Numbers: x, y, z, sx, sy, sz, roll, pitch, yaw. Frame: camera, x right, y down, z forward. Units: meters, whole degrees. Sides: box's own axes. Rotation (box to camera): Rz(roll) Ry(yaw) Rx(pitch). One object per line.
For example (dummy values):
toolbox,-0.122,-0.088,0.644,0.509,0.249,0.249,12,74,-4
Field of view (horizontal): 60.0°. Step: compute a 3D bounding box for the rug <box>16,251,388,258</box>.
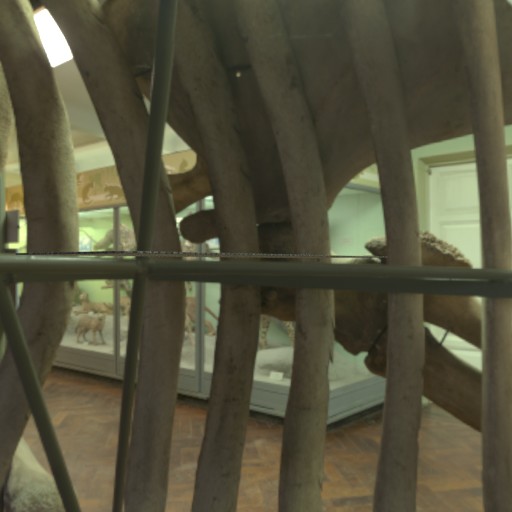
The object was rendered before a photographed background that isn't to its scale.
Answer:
rug,0.000,0.000,2.452,0.686,0.008,2.286,0,-1,36
